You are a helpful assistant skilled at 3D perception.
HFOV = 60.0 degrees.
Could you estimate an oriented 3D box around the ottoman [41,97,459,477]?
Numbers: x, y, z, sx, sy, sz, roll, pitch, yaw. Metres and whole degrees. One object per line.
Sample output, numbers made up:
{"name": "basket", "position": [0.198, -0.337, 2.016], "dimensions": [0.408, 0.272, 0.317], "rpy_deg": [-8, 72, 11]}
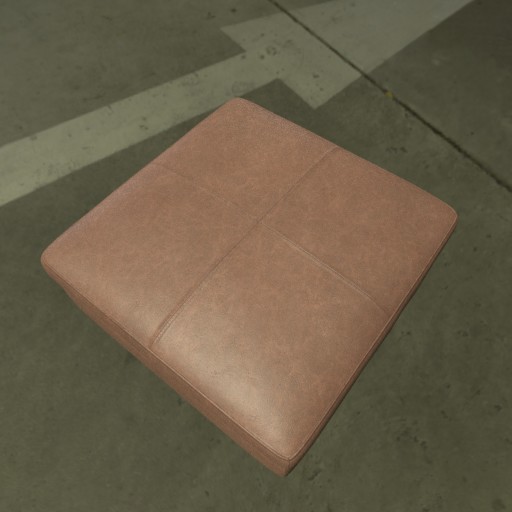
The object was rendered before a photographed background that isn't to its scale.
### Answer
{"name": "ottoman", "position": [0.000, 0.000, 1.785], "dimensions": [1.168, 0.490, 1.168], "rpy_deg": [33, 63, 19]}
